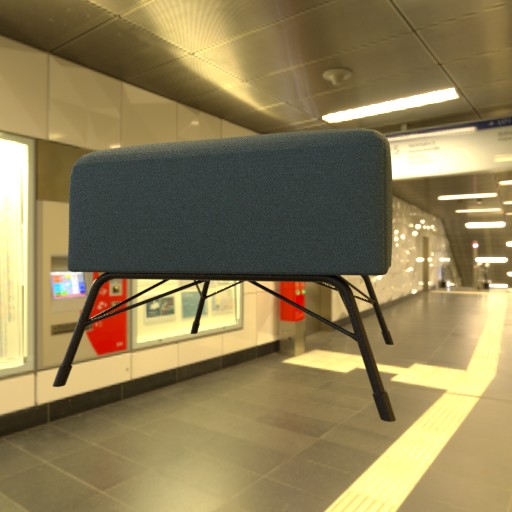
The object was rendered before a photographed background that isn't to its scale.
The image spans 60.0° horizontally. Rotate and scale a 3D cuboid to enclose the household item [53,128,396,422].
[{"bbox_3d":[0.000,0.000,0.888,0.530,0.420,0.530,0,0,17],"label":"household item"}]
